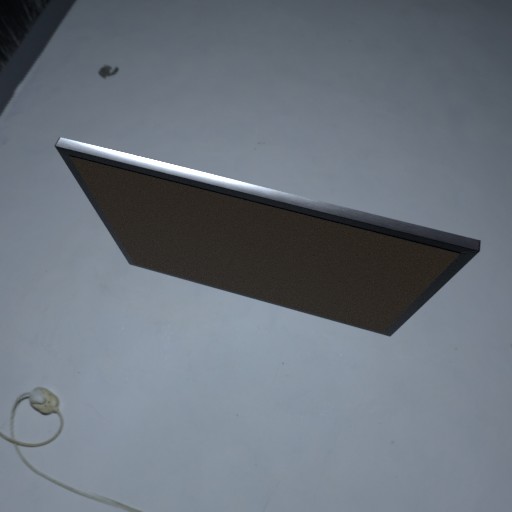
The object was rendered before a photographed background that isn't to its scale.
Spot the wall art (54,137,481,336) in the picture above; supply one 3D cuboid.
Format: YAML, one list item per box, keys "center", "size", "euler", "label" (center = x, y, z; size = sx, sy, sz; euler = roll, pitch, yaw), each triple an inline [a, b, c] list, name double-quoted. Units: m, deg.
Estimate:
- center: [0.000, 0.000, 0.582]
  size: [0.440, 0.306, 0.013]
  euler: [15, 66, 7]
  label: "wall art"
